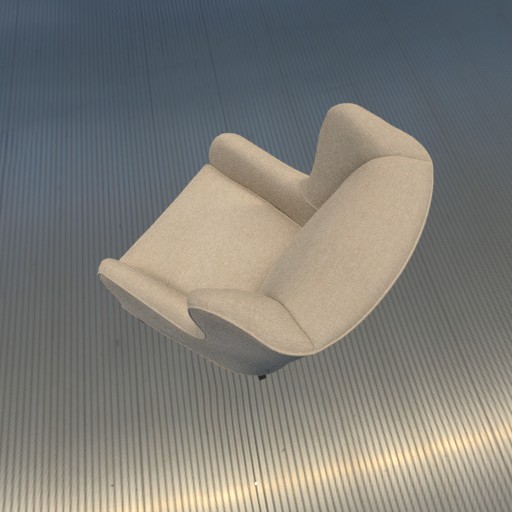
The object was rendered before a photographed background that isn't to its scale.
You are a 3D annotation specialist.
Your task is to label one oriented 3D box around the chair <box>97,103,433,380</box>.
[{"bbox_3d":[0.000,0.000,1.726,0.966,1.040,0.838,31,67,15],"label":"chair"}]
